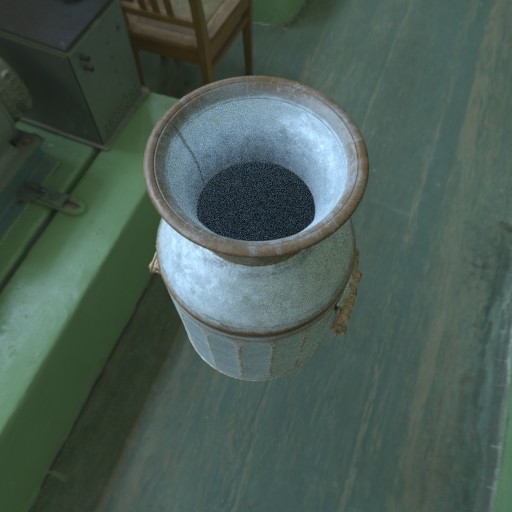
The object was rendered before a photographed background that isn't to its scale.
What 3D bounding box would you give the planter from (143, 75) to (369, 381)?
[{"bbox_3d":[0.000,0.000,0.507,0.248,0.358,0.215,18,65,9],"label":"planter"}]
